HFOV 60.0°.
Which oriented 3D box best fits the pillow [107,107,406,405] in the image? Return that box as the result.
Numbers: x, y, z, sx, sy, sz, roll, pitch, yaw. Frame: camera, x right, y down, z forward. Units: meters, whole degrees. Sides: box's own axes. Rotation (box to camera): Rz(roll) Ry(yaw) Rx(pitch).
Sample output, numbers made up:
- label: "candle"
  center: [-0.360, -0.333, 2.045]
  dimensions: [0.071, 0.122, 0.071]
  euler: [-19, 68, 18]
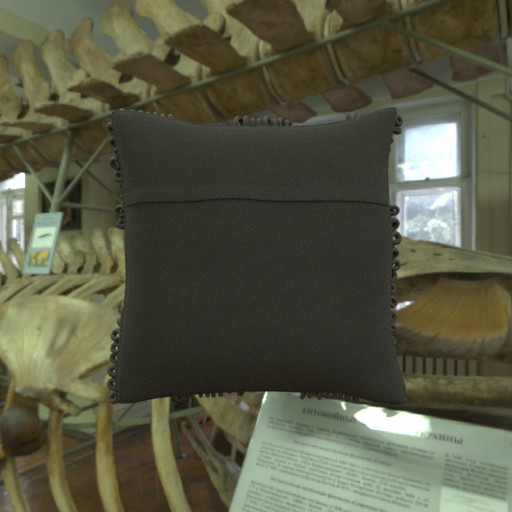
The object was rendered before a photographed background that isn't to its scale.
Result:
- label: "pillow"
  center: [0.000, 0.000, 0.701]
  dimensions: [0.470, 0.467, 0.172]
  euler: [0, 0, -1]
